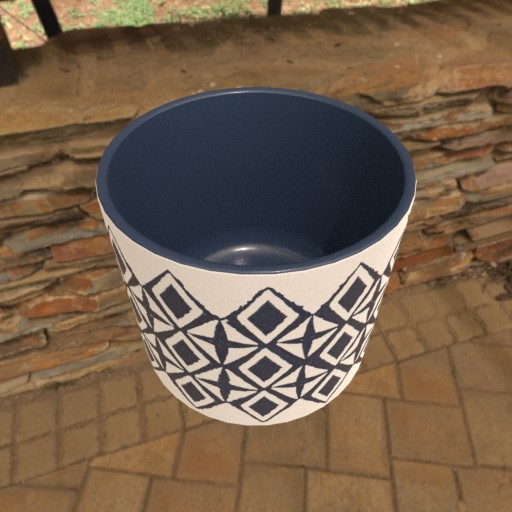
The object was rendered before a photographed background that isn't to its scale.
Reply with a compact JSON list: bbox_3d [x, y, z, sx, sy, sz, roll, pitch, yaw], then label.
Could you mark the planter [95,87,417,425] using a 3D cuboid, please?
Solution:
[{"bbox_3d":[0.000,0.000,0.388,0.224,0.203,0.224,0,46,0],"label":"planter"}]
